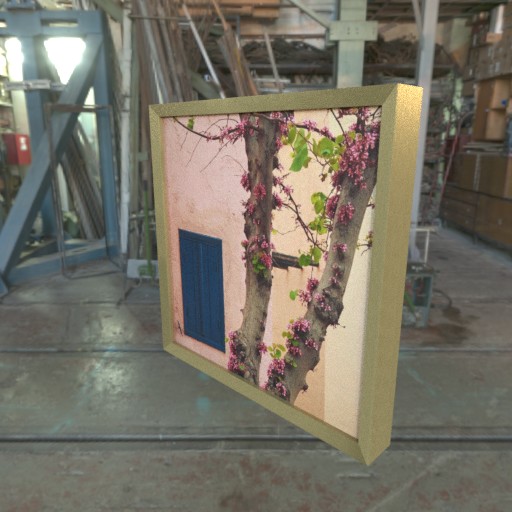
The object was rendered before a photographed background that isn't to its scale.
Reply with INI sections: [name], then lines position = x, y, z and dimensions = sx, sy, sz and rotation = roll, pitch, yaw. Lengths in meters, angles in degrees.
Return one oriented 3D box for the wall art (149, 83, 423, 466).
[wall art]
position = 0.000, 0.000, 0.453
dimensions = 0.304, 0.305, 0.038
rotation = 14, 21, 43
